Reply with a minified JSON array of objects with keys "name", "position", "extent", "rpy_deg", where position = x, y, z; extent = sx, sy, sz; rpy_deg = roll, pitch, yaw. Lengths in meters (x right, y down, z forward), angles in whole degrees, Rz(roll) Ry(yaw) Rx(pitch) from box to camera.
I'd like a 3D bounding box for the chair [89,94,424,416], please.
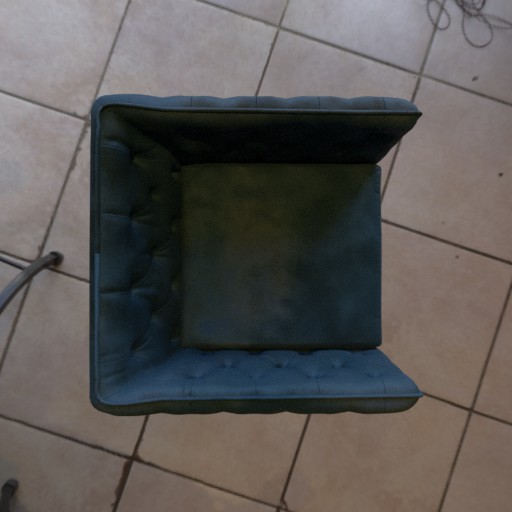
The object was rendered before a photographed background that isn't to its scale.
[{"name":"chair","position":[0.000,0.000,1.508],"extent":[0.877,0.771,0.868],"rpy_deg":[0,89,0]}]
